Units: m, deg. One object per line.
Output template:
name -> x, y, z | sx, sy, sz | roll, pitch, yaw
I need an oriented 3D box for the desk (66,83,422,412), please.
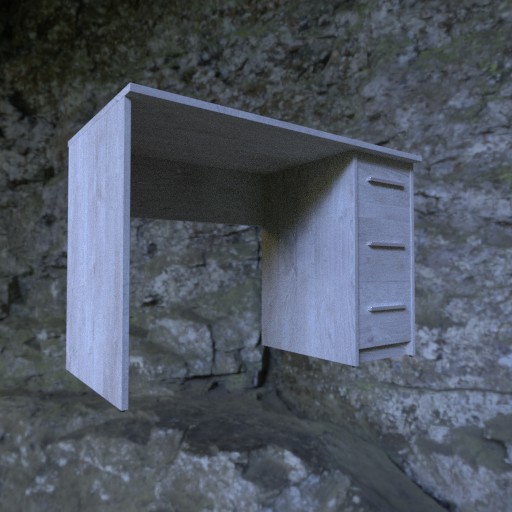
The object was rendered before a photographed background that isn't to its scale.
desk -> 0.000, 0.000, 1.519 | 1.097, 0.735, 0.560 | 1, -2, -36
